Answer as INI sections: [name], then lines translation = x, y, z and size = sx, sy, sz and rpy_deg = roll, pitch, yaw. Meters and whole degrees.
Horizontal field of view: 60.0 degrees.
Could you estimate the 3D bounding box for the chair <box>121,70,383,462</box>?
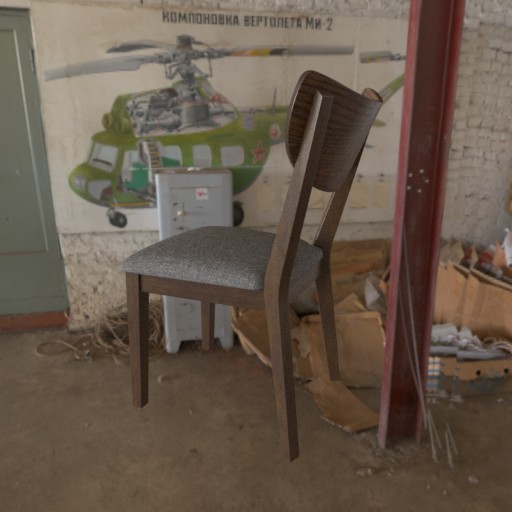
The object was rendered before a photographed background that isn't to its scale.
[chair]
translation = 0.000, 0.000, 1.171
size = 0.583, 0.849, 0.491
rpy_deg = 8, 19, 25
